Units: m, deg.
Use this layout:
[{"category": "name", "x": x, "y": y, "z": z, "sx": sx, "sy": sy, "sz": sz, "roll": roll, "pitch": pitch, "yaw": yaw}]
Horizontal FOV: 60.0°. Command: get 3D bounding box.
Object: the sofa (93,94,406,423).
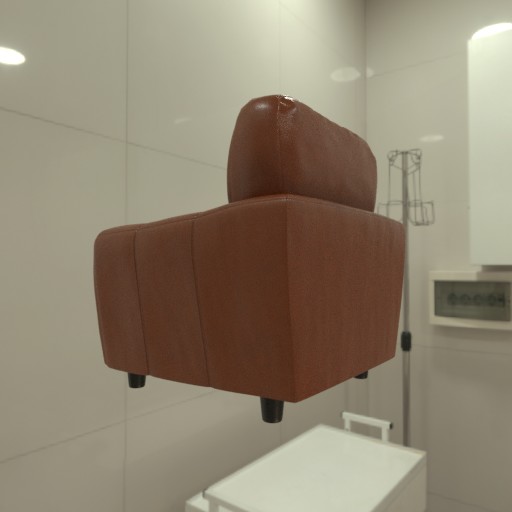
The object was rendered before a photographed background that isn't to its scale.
[{"category": "sofa", "x": 0.000, "y": 0.000, "z": 1.542, "sx": 0.789, "sy": 0.876, "sz": 0.836, "roll": -1, "pitch": -2, "yaw": 37}]
